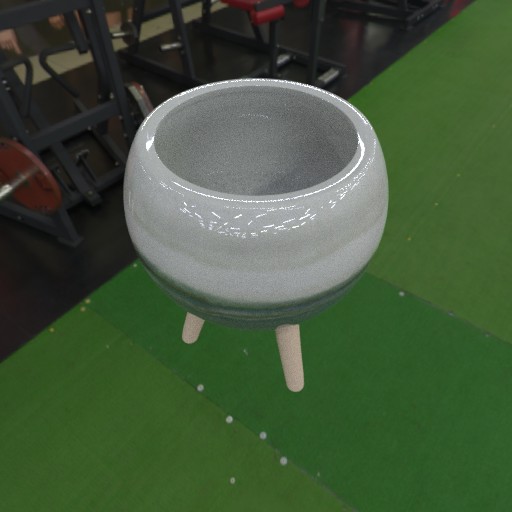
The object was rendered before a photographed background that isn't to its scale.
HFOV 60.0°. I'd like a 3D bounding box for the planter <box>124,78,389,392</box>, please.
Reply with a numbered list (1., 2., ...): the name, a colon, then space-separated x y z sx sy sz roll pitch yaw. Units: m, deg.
1. planter: 0.000 0.000 0.438 0.222 0.278 0.222 0 47 0
